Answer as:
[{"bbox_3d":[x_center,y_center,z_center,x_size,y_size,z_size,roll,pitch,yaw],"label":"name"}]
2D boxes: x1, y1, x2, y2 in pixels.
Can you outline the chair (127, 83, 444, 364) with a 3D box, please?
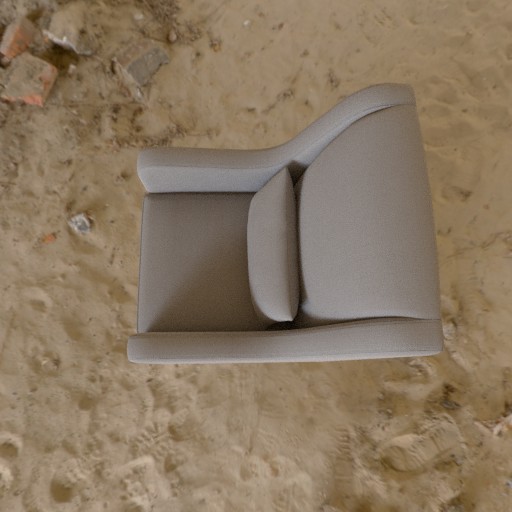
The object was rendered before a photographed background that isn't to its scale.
[{"bbox_3d":[0.000,0.000,1.547,0.863,1.010,0.715,-1,76,0],"label":"chair"}]
